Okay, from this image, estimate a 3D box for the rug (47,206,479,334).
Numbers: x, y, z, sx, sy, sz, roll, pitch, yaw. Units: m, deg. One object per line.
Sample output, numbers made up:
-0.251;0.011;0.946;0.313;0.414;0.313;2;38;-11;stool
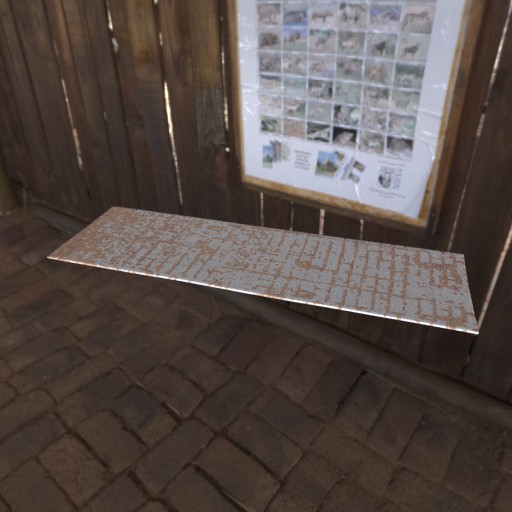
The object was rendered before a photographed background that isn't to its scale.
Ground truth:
0.000;0.000;2.711;2.435;0.011;0.750;9;33;14;rug
